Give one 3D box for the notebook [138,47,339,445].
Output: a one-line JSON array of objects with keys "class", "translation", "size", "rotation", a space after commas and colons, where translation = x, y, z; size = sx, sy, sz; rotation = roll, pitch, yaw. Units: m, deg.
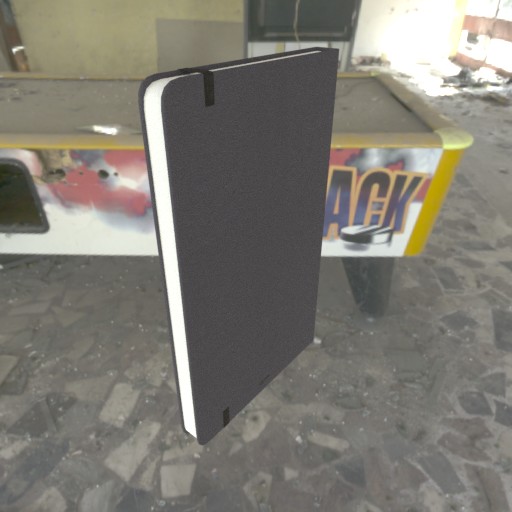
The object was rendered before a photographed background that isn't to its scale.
[{"class": "notebook", "translation": [0.000, 0.000, 0.260], "size": [0.016, 0.213, 0.127], "rotation": [23, 38, 33]}]
